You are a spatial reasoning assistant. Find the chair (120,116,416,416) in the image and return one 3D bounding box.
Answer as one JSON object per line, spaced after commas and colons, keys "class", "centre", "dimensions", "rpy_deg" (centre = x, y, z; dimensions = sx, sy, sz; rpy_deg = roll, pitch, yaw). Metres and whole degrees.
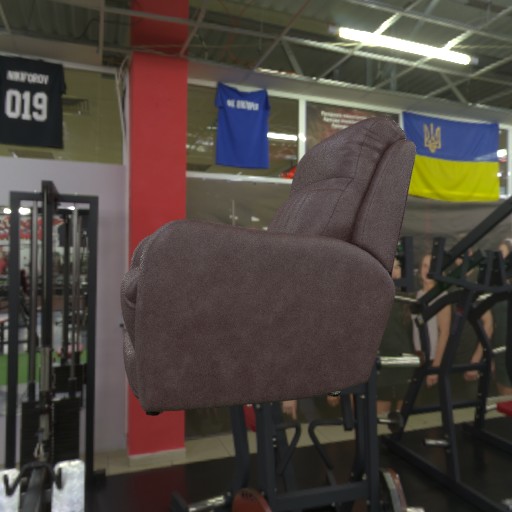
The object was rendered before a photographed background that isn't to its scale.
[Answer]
{"class": "chair", "centre": [0.000, 0.000, 1.827], "dimensions": [1.067, 1.067, 0.865], "rpy_deg": [0, 0, -18]}
